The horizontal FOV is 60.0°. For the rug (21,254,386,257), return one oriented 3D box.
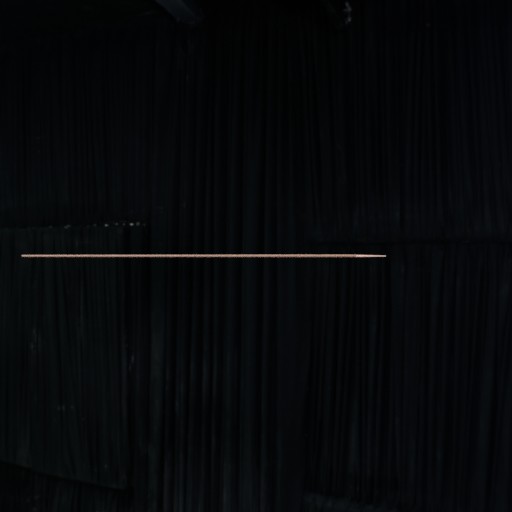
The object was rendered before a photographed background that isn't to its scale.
[{"bbox_3d":[0.000,0.000,2.306,1.219,0.008,1.829,0,0,19],"label":"rug"}]
